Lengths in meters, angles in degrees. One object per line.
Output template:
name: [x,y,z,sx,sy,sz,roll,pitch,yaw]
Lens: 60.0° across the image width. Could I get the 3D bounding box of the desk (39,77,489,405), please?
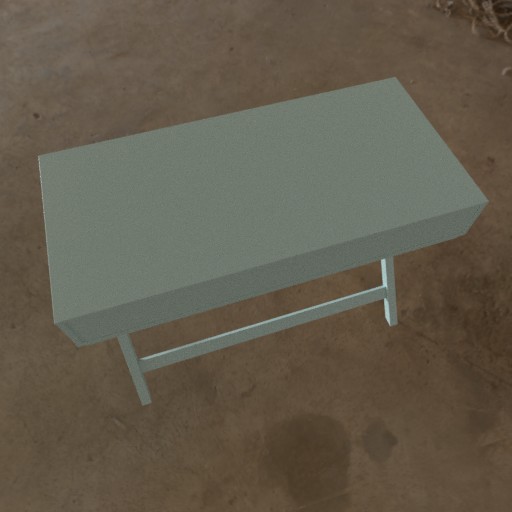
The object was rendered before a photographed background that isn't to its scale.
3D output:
desk: [0.000,0.000,1.477,1.059,0.780,0.509,-15,60,-9]
